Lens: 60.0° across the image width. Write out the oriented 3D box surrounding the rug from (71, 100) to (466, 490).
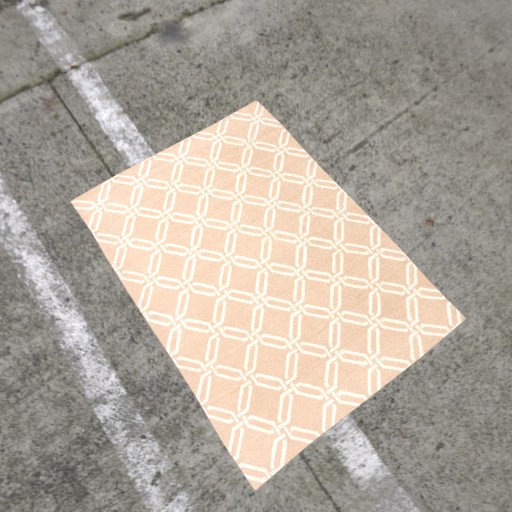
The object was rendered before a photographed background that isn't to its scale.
[{"bbox_3d":[0.000,0.000,4.405,2.452,0.020,3.365,-33,69,-15],"label":"rug"}]
